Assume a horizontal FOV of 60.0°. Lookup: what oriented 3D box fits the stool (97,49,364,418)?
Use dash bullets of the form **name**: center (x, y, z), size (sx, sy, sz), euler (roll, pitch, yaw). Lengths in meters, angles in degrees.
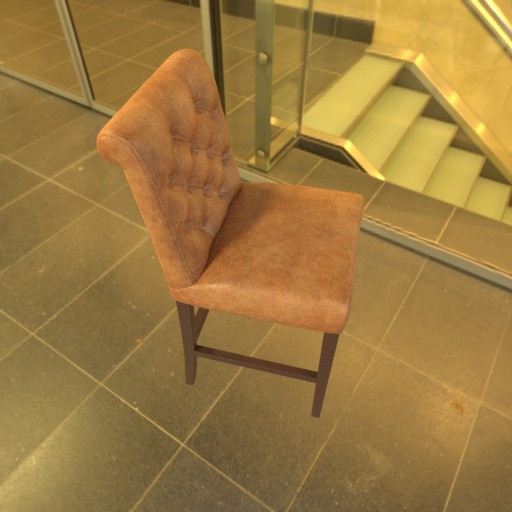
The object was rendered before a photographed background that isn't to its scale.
- **stool**: center (0.000, 0.000, 1.377), size (0.601, 1.047, 0.493), euler (10, 47, 10)
